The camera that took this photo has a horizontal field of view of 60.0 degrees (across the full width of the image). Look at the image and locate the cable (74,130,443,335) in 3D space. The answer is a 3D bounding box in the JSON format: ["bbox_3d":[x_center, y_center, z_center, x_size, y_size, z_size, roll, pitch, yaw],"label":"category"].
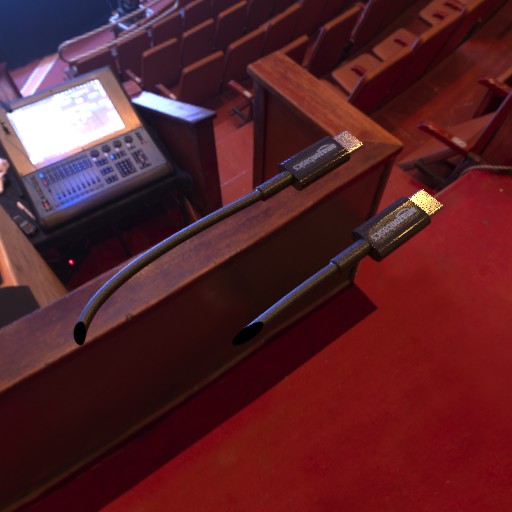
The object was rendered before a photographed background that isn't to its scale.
[{"bbox_3d":[0.000,0.000,0.111,0.098,0.005,0.041,-33,63,-20],"label":"cable"}]
